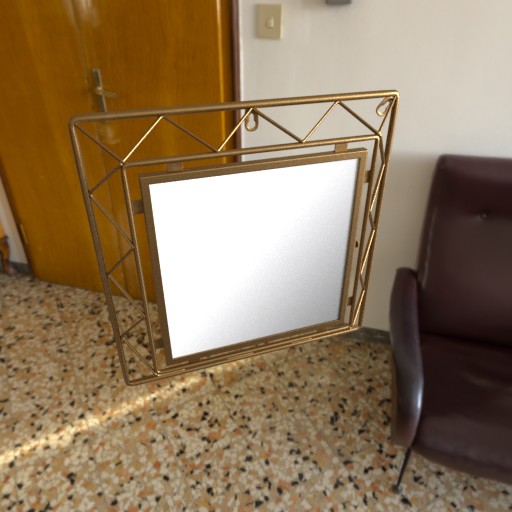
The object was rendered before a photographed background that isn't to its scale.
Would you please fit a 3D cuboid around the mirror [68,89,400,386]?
[{"bbox_3d":[0.000,0.000,0.621,0.416,0.414,0.046,-10,33,-16],"label":"mirror"}]
